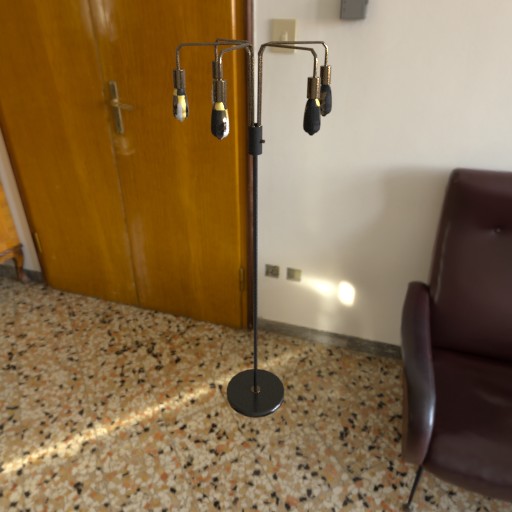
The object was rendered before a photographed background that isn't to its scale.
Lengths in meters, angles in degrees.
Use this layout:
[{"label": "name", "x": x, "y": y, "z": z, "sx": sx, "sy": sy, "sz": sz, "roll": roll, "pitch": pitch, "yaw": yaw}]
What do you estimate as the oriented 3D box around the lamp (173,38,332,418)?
[{"label": "lamp", "x": 0.000, "y": 0.000, "z": 1.970, "sx": 0.599, "sy": 1.721, "sz": 0.572, "roll": -9, "pitch": 31, "yaw": -15}]
